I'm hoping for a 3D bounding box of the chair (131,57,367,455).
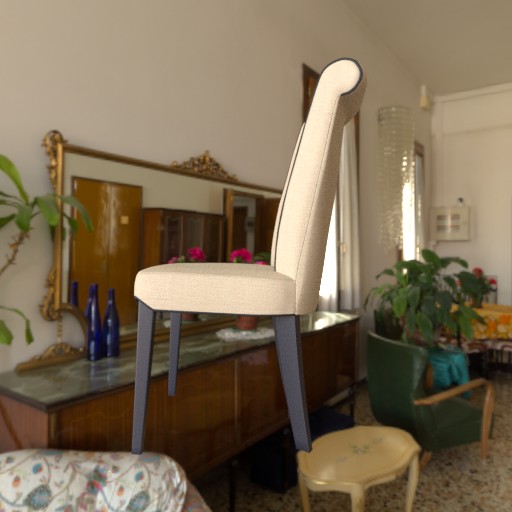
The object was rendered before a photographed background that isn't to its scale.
[{"bbox_3d":[0.000,0.000,1.349,0.623,0.997,0.522,0,0,0],"label":"chair"}]
